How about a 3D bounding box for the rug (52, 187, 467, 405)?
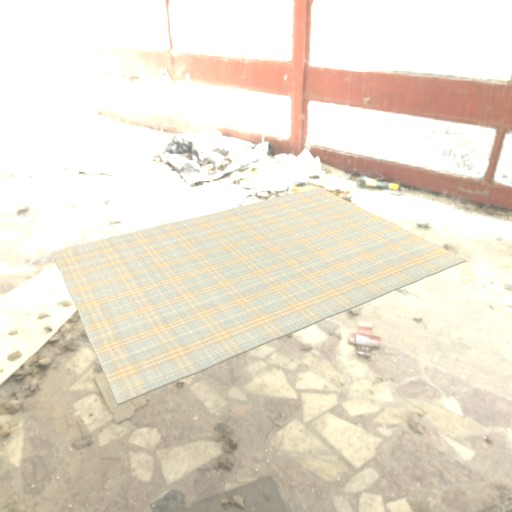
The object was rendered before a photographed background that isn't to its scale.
[{"bbox_3d":[0.000,0.000,2.345,1.835,0.012,1.231,-17,34,-27],"label":"rug"}]
